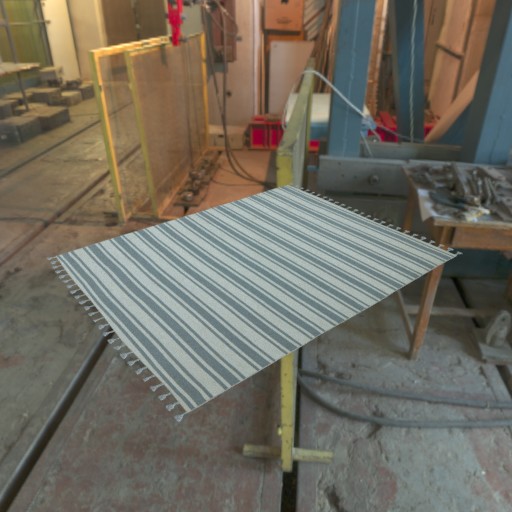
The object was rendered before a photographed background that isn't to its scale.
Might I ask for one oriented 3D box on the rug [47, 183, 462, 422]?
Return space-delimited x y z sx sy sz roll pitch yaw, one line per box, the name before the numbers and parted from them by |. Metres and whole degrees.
rug | 0.000 0.000 4.253 3.201 0.005 2.439 -22 37 -33
